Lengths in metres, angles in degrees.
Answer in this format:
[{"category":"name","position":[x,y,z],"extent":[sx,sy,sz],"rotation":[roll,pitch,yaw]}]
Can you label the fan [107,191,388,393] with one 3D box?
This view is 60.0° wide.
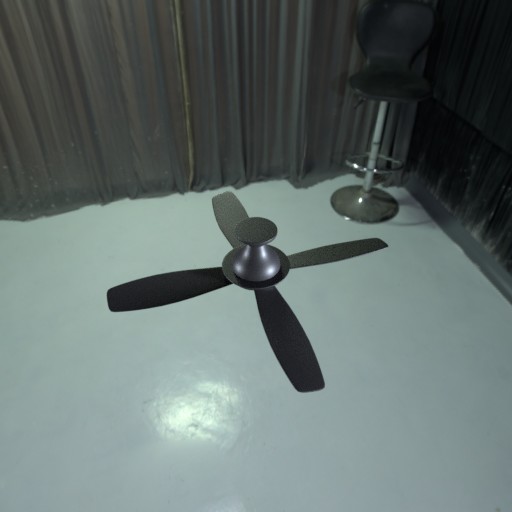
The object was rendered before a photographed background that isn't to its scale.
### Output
[{"category":"fan","position":[0.000,0.000,2.532],"extent":[1.694,0.382,1.694],"rotation":[-12,42,-13]}]
